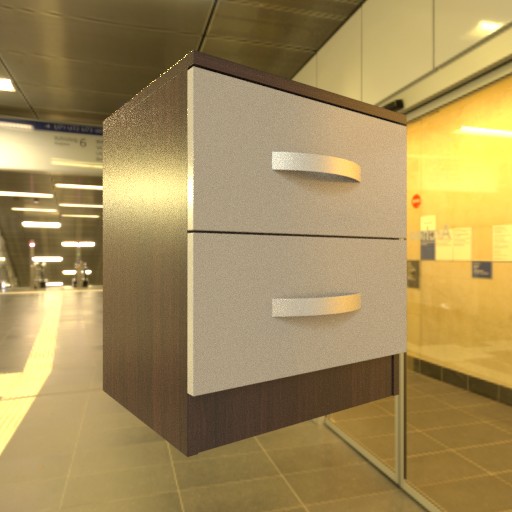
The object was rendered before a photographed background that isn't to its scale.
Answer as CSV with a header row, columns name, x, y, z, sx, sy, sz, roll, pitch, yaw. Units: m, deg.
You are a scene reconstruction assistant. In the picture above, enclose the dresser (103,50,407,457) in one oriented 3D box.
name,x,y,z,sx,sy,sz,roll,pitch,yaw
dresser,0.000,0.000,0.747,0.400,0.470,0.360,0,0,-36
